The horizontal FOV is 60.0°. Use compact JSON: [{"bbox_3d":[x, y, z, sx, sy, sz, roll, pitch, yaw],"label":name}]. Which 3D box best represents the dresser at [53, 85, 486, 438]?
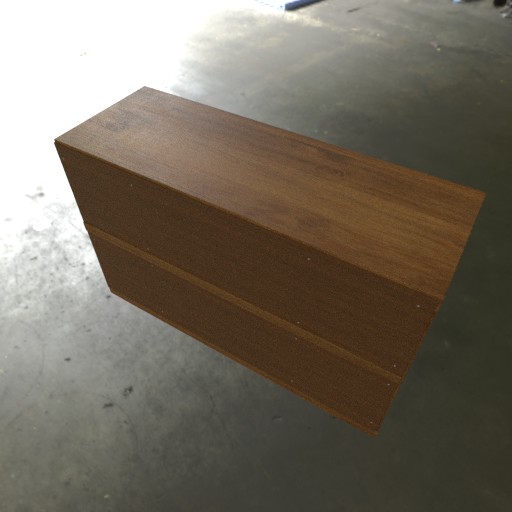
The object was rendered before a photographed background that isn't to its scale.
[{"bbox_3d":[0.000,0.000,1.645,1.261,0.825,0.479,24,51,21],"label":"dresser"}]
